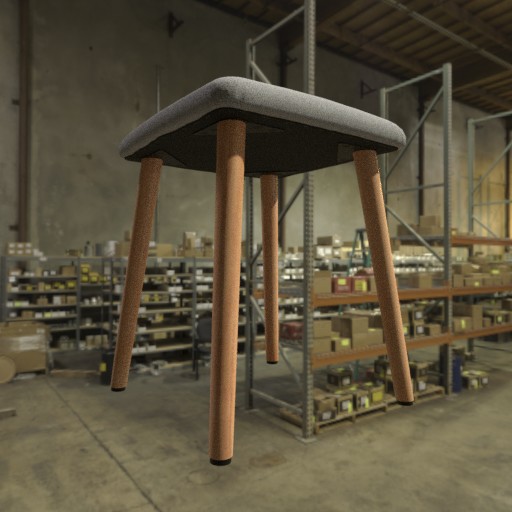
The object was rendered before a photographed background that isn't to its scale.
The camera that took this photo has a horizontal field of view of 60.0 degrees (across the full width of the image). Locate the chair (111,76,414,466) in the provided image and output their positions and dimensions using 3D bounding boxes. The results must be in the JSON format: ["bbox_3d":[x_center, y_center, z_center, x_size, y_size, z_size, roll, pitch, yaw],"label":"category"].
[{"bbox_3d":[0.000,0.000,0.696,0.350,0.440,0.350,0,-1,-36],"label":"chair"}]
